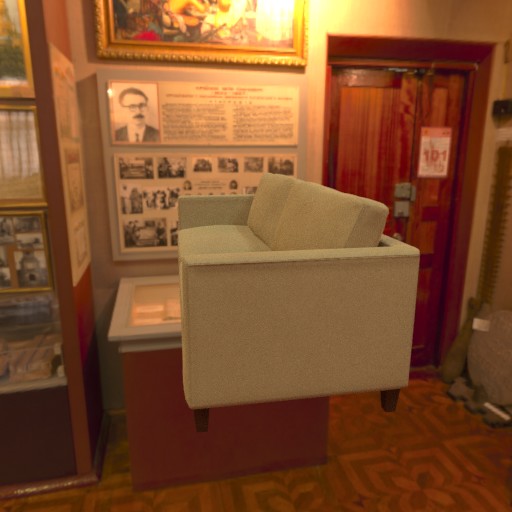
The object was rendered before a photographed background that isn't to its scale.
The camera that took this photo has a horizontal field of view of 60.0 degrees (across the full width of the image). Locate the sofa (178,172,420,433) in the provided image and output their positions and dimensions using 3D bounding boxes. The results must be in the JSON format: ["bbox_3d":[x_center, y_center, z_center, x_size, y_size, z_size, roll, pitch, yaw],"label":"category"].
[{"bbox_3d":[0.000,0.000,2.726,0.948,0.932,2.181,-2,14,-10],"label":"sofa"}]
